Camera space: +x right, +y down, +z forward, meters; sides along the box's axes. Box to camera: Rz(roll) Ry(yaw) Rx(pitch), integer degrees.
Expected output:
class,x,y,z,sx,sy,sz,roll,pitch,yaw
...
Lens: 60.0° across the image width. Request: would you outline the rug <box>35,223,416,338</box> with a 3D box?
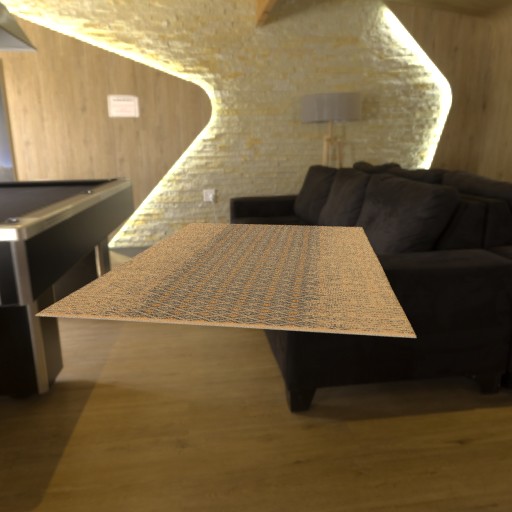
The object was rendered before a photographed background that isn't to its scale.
class,x,y,z,sx,sy,sz,roll,pitch,yaw
rug,0.000,0.000,2.266,1.219,0.005,1.828,2,14,8
